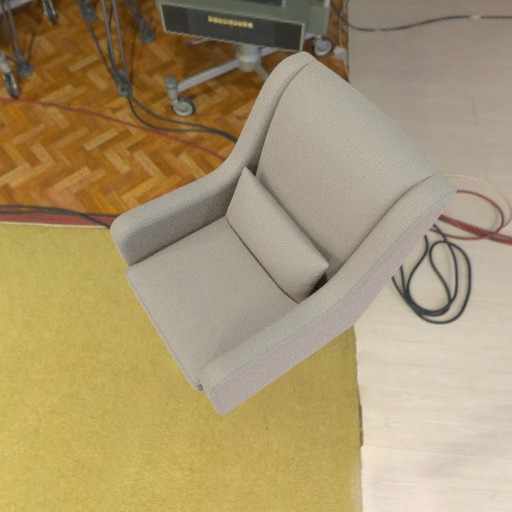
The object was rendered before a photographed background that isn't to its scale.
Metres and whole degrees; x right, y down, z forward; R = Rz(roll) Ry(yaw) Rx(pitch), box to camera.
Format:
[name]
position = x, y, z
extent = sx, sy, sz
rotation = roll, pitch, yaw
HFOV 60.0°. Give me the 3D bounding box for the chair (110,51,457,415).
[chair]
position = 0.000, 0.000, 1.663
extent = 0.896, 1.017, 0.715
rotation = -31, 67, -15
